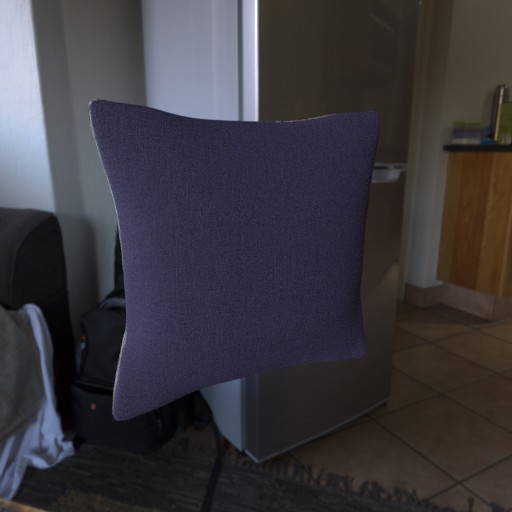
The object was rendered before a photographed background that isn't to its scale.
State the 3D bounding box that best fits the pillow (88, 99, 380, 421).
[{"bbox_3d":[0.000,0.000,0.648,0.437,0.419,0.136,-7,16,-26],"label":"pillow"}]
